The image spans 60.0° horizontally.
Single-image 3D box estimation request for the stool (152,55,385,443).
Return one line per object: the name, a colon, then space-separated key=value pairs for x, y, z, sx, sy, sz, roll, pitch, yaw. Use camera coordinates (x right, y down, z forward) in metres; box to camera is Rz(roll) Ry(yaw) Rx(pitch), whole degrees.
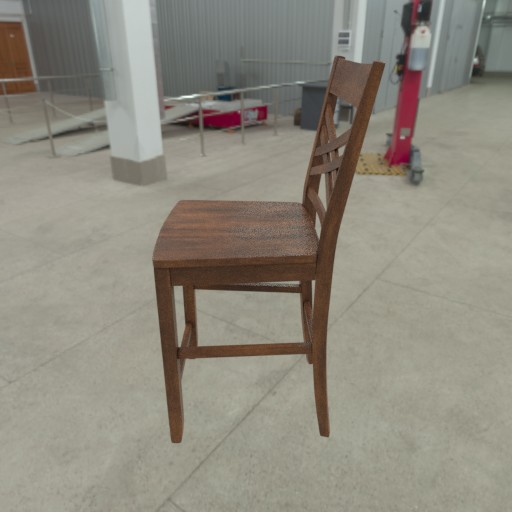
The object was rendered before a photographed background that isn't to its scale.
stool: x=0.000 y=0.000 z=1.319 sx=0.539 sy=1.079 sz=0.462 roll=0 pitch=26 yaw=0
